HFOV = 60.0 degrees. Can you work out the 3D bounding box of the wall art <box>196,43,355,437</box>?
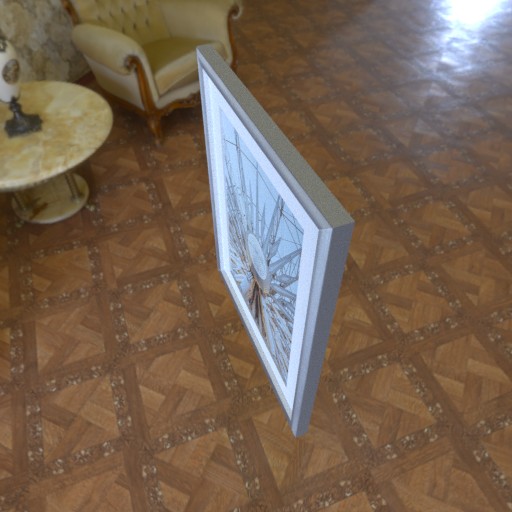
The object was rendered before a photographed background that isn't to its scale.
[{"bbox_3d":[0.000,0.000,0.787,0.029,0.558,0.458,-17,50,-15],"label":"wall art"}]
